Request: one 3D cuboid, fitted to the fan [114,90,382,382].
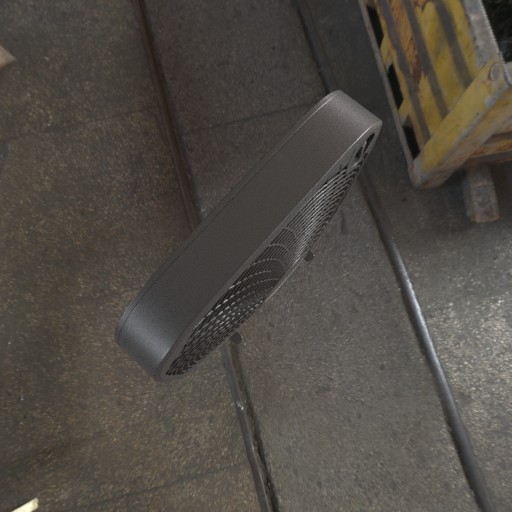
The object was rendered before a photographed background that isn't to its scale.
[{"bbox_3d":[0.000,0.000,0.827,0.142,0.533,0.526,40,80,9],"label":"fan"}]
